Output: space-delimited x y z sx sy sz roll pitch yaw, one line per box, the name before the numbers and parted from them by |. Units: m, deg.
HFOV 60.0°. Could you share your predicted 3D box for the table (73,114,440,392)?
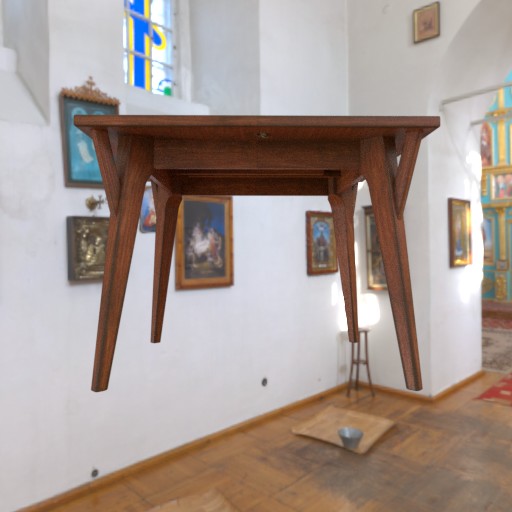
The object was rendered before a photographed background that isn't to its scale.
table | 0.000 0.000 1.611 0.991 0.761 0.838 0 -1 -1
